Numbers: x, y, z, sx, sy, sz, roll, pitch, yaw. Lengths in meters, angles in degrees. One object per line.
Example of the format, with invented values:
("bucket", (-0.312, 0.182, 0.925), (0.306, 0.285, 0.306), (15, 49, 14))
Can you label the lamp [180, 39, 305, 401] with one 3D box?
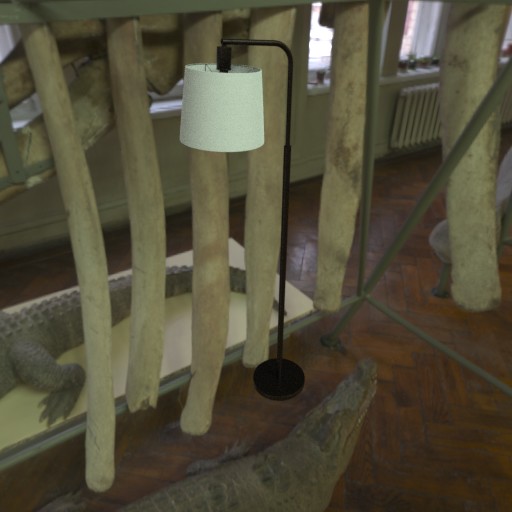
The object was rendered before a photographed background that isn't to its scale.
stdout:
("lamp", (0.000, 0.000, 1.659), (0.508, 1.478, 0.254), (-20, 36, -29))
